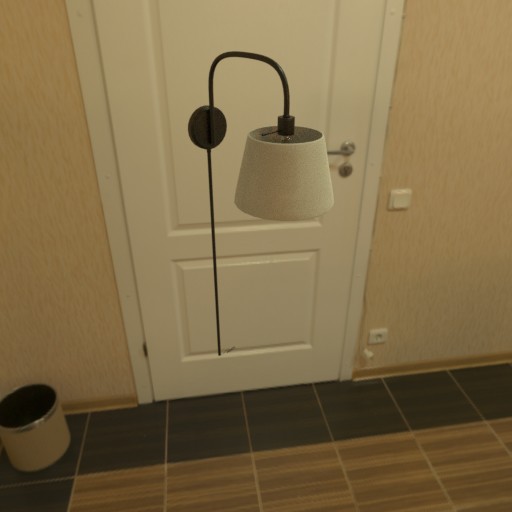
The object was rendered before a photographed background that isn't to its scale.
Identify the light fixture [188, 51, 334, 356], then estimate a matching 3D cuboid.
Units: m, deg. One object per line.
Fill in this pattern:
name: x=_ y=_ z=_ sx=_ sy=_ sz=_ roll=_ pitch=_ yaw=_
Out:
light fixture: x=0.000 y=0.000 z=0.478 sx=0.092 sy=0.399 sz=0.176 roll=-21 pitch=35 yaw=-32
